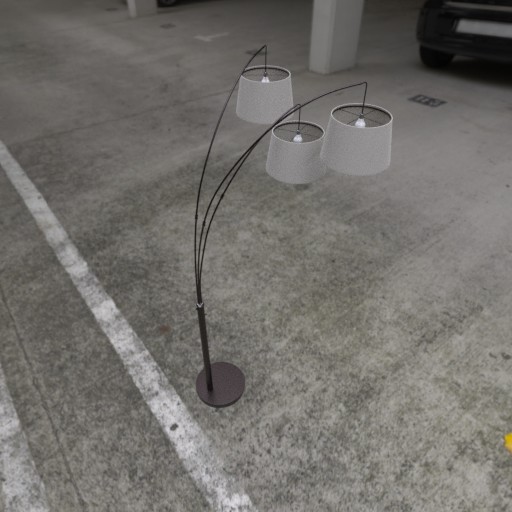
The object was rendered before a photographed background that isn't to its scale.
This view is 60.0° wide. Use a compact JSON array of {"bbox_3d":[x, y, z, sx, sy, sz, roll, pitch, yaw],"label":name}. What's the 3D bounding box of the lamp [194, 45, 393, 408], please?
[{"bbox_3d":[0.000,0.000,2.447,0.924,1.950,0.951,-25,47,-27],"label":"lamp"}]
